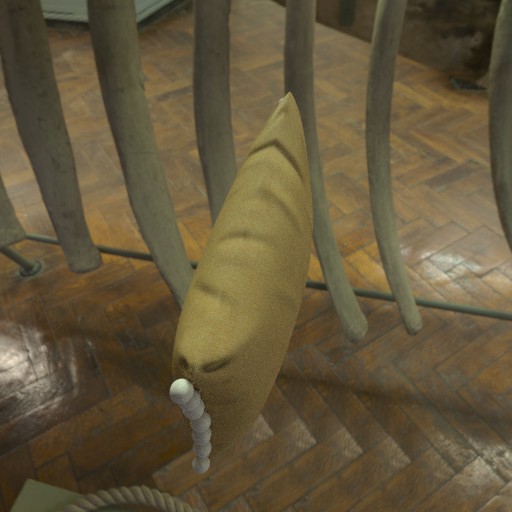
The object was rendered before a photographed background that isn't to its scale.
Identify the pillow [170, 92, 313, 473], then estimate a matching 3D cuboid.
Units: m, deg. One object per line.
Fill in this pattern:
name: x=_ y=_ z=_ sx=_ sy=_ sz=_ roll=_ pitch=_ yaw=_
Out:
pillow: x=0.000 y=0.000 z=0.834 sx=0.201 sy=0.322 sz=0.709 roll=10 pitch=49 yaw=9
